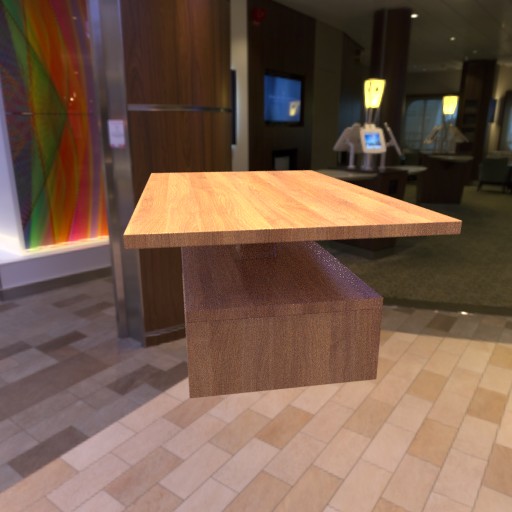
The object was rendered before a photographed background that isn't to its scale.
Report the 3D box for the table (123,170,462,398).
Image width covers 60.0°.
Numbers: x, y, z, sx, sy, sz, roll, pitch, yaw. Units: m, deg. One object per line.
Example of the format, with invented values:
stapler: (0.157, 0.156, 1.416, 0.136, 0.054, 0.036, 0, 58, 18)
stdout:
table: (0.000, 0.000, 1.470, 0.700, 0.442, 1.100, -3, 17, -10)
